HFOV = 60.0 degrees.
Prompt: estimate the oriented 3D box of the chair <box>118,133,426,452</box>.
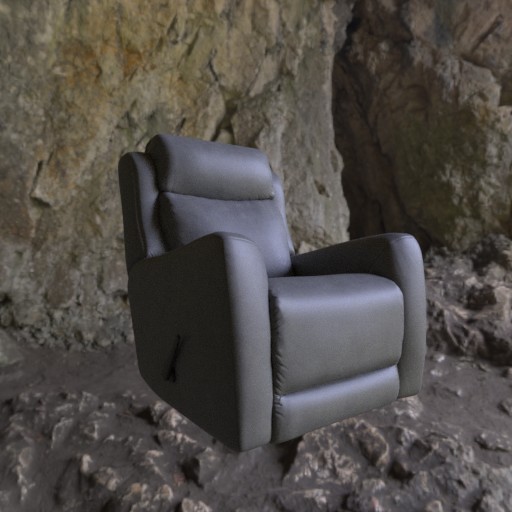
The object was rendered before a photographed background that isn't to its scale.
[{"bbox_3d":[0.000,0.000,1.891,0.967,1.116,1.068,-1,2,-35],"label":"chair"}]
